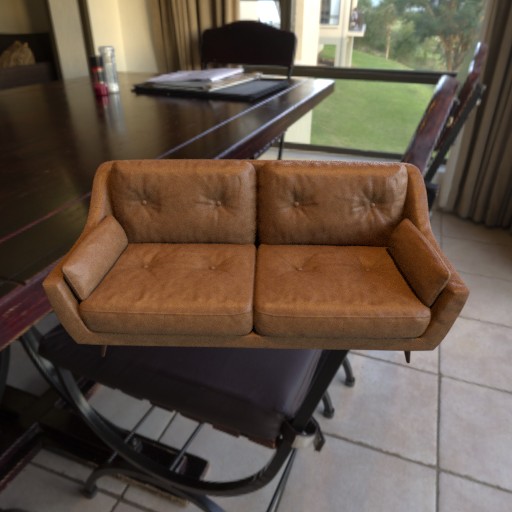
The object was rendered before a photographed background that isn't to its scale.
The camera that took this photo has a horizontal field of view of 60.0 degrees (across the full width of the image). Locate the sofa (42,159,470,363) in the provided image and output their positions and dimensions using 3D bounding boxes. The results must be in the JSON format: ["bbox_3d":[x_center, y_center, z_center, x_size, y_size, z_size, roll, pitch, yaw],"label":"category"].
[{"bbox_3d":[0.000,0.000,2.364,1.902,0.839,0.904,1,30,1],"label":"sofa"}]
